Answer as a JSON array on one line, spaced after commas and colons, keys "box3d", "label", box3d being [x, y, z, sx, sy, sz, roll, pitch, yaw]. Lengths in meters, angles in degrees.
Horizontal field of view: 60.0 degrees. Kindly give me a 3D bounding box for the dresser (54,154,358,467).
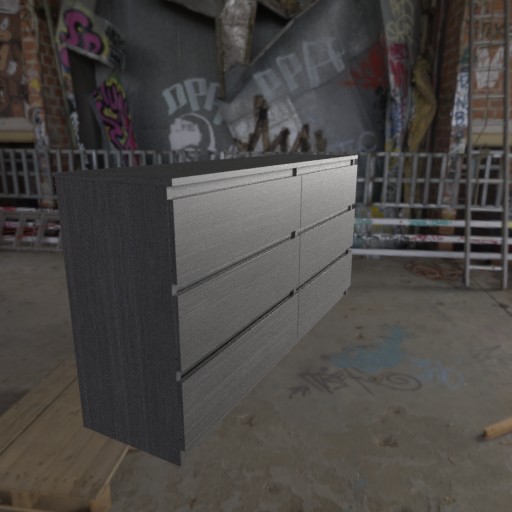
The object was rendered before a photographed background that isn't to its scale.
[{"box3d": [0.000, 0.000, 1.893, 0.400, 0.795, 1.590, 8, 17, 27], "label": "dresser"}]
